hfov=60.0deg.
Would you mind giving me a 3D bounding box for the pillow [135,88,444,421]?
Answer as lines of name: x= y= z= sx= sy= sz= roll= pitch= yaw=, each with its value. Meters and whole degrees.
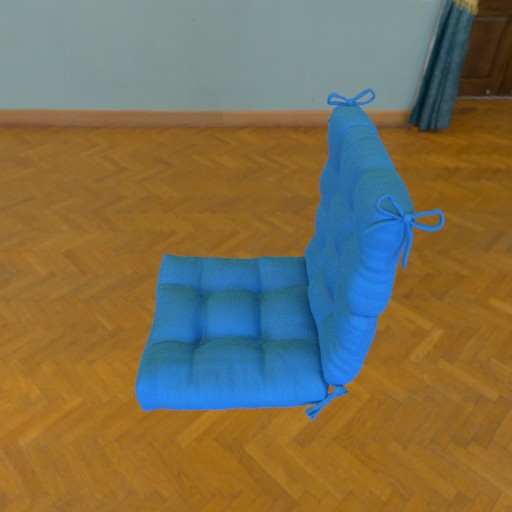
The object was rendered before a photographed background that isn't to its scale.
pillow: x=0.000 y=0.000 z=1.029 sx=0.571 sy=0.605 sz=0.519 roll=-1 pitch=41 yaw=-1
